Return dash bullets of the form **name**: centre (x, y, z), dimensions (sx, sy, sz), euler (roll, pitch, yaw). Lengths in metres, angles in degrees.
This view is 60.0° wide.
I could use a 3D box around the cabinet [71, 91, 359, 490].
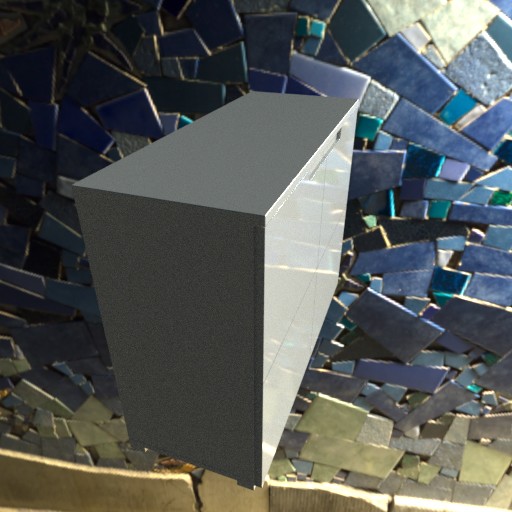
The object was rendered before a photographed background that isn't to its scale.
- **cabinet**: centre (0.000, 0.000, 1.410), dimensions (0.400, 0.800, 1.000), euler (11, 33, 17)
